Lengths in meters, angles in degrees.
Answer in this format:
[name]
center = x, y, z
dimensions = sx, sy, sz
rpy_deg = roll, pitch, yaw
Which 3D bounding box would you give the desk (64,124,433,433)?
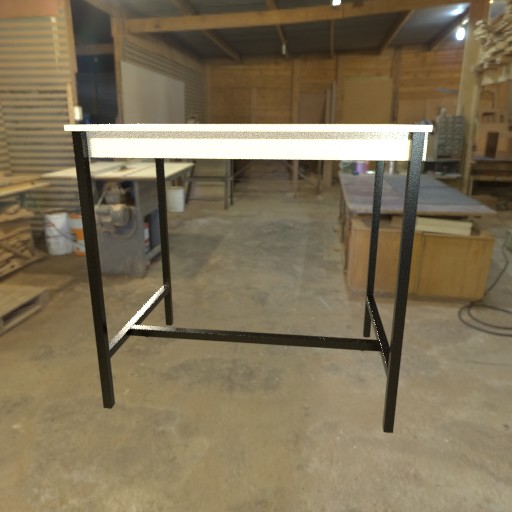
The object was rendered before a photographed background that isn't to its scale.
[desk]
center = 0.000, 0.000, 1.347
dimensions = 0.811, 0.766, 0.573
rpy_deg = 2, 17, 7
